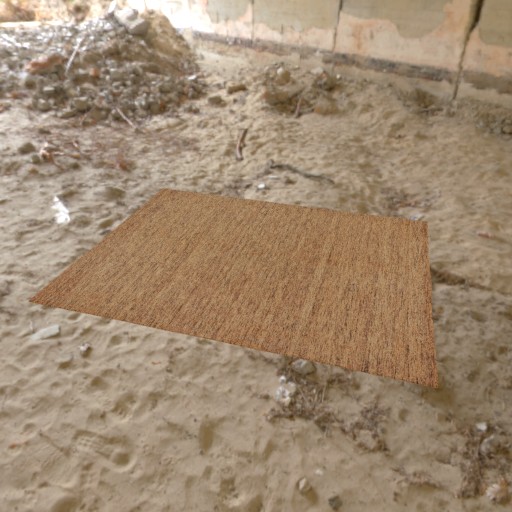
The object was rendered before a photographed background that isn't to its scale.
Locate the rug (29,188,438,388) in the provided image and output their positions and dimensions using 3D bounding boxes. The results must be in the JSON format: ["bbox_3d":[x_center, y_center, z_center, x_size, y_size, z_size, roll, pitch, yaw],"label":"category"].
[{"bbox_3d":[0.000,0.000,4.263,3.200,0.012,2.438,9,33,14],"label":"rug"}]
